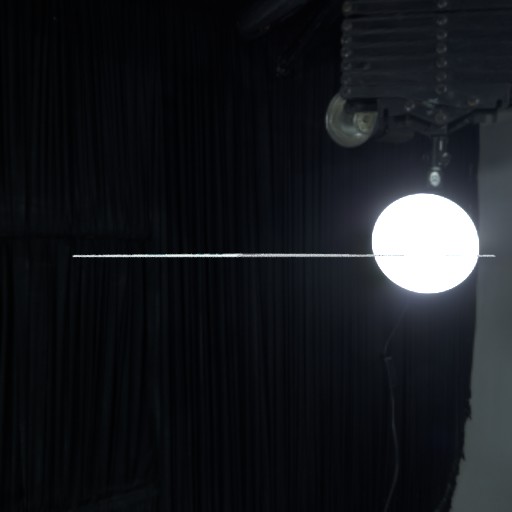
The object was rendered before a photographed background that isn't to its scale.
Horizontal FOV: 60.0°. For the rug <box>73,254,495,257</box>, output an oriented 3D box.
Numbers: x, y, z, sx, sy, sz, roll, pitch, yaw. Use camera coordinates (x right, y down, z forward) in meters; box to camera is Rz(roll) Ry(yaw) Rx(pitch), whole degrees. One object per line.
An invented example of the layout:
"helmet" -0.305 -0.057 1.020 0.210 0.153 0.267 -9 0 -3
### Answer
"rug" 0.000 0.000 3.982 2.423 0.014 3.040 0 0 -36
